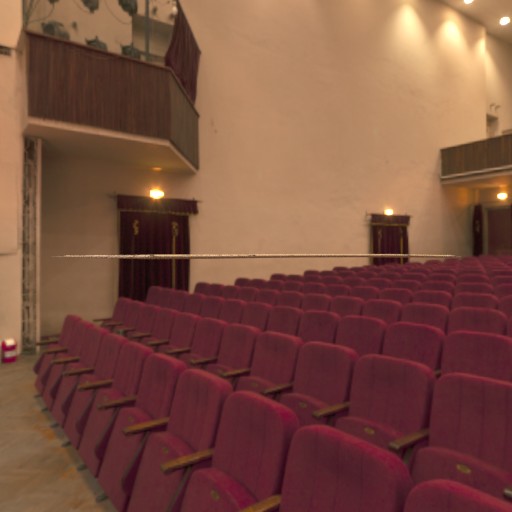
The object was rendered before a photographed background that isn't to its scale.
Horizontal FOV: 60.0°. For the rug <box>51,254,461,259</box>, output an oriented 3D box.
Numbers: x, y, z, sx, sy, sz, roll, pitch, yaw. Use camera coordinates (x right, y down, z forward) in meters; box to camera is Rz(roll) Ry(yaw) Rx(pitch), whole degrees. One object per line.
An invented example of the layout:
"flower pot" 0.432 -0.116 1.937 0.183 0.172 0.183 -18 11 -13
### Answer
"rug" 0.000 0.000 3.957 3.027 0.028 2.125 0 0 -34
